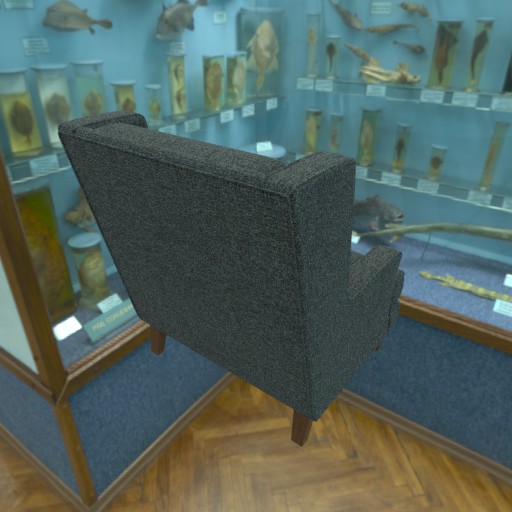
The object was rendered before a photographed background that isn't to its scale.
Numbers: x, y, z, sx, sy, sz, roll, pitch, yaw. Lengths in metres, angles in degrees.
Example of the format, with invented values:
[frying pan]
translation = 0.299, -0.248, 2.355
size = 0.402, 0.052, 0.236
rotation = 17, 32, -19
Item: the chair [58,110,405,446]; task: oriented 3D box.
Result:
[chair]
translation = 0.000, 0.000, 1.759
size = 0.942, 1.082, 0.927
rotation = 21, 36, 32
